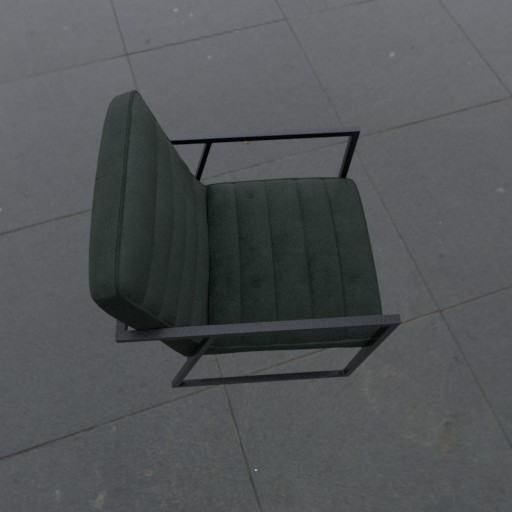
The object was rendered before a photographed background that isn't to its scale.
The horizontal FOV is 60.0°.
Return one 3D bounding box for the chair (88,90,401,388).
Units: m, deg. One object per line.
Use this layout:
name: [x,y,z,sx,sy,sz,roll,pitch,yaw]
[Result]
chair: [0.000,0.000,1.281,0.677,0.833,0.571,-3,64,-1]
